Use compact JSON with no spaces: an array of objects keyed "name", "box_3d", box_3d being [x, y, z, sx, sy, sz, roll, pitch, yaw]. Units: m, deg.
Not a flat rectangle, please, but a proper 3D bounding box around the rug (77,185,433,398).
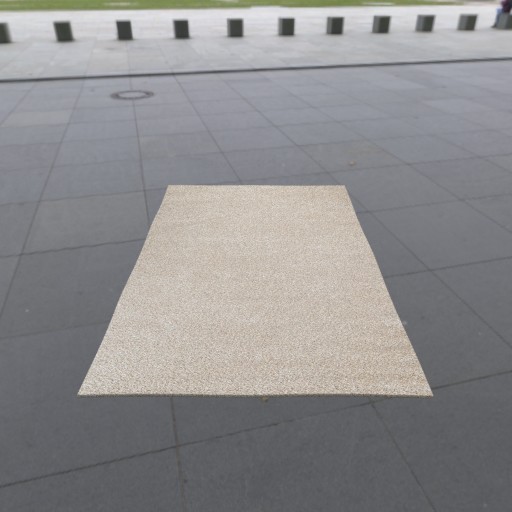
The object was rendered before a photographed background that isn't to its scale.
[{"name":"rug","box_3d":[0.000,0.000,3.387,1.800,0.025,2.699,0,32,0]}]
